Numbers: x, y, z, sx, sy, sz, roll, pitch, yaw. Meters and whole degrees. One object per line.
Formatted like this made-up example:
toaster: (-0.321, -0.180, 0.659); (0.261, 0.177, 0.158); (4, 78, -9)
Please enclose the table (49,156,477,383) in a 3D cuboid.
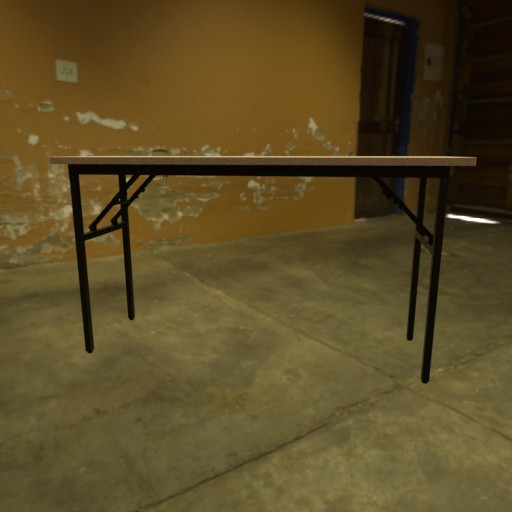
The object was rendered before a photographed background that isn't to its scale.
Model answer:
table: (0.000, 0.000, 1.714); (1.397, 0.750, 0.447); (2, 13, 11)
